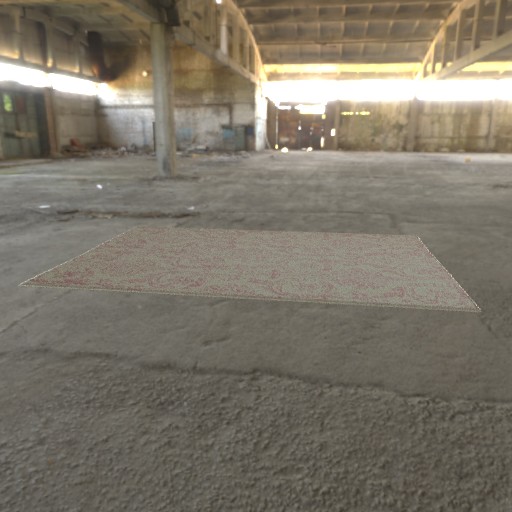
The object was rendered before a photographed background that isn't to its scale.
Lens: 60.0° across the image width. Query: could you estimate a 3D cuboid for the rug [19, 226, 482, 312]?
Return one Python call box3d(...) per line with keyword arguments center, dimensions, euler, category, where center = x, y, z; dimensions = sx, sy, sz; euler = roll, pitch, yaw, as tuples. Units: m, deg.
box3d(center=(0.000, 0.000, 3.451), dimensions=(2.746, 0.018, 1.819), euler=(2, 16, 9), category="rug")
